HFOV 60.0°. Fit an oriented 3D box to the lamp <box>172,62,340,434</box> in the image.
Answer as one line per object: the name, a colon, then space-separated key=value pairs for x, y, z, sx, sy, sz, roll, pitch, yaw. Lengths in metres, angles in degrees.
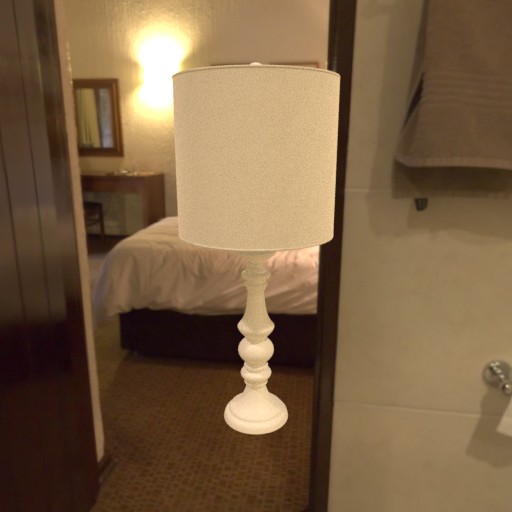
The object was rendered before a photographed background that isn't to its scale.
lamp: x=0.000 y=0.000 z=0.737 sx=0.250 sy=0.597 sz=0.250 roll=-8 pitch=16 yaw=-27
